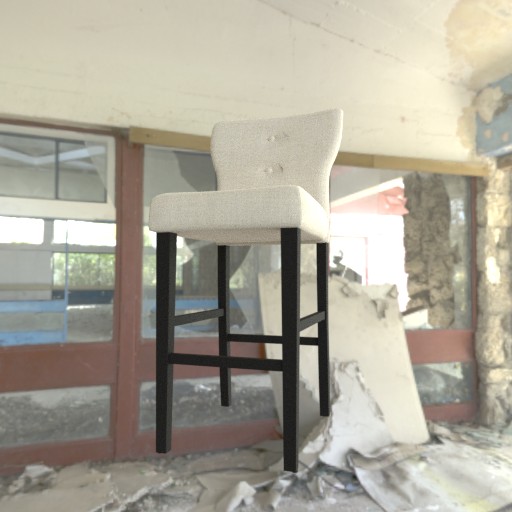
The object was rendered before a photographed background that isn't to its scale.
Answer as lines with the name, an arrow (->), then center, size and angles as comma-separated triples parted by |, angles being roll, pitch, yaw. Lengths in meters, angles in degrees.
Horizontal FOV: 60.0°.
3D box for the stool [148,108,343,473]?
stool -> 0.000, 0.000, 1.463 | 0.516, 1.124, 0.603 | -1, -3, 19
